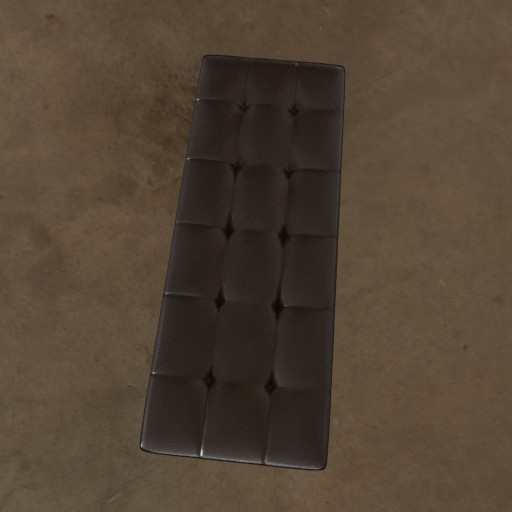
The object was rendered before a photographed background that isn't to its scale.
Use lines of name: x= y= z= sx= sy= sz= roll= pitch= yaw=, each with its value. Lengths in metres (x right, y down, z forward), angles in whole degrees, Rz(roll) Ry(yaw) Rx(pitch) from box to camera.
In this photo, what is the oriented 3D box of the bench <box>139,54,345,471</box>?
bench: x=0.000 y=0.000 z=1.348 sx=0.432 sy=0.460 sz=1.105 roll=5 pitch=73 yaw=2
